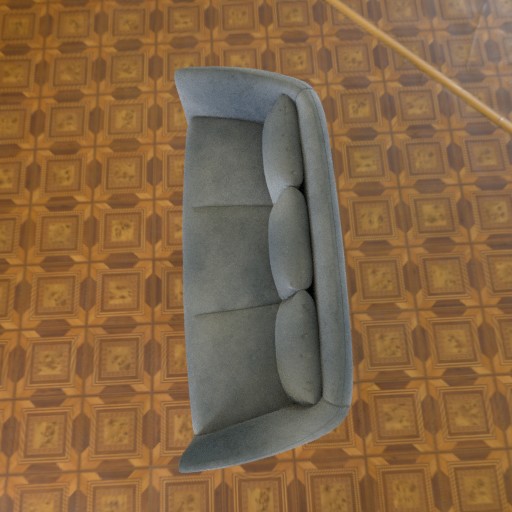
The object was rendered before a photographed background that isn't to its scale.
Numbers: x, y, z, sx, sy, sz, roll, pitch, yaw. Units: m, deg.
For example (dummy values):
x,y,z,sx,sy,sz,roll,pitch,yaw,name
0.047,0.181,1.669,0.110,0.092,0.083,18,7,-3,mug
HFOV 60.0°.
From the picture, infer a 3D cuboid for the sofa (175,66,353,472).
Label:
x,y,z,sx,sy,sz,roll,pitch,yaw,name
0.000,0.000,2.496,0.849,0.795,2.095,-3,75,-1,sofa
